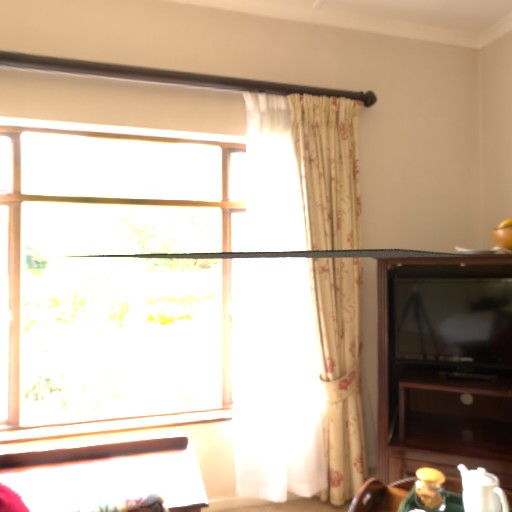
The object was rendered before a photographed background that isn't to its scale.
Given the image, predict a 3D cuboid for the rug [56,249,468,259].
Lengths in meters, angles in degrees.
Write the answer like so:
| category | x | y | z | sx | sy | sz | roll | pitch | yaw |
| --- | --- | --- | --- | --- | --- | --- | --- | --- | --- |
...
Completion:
| category | x | y | z | sx | sy | sz | roll | pitch | yaw |
| --- | --- | --- | --- | --- | --- | --- | --- | --- | --- |
| rug | 0.000 | 0.000 | 2.243 | 1.795 | 0.008 | 1.102 | -1 | -1 | 35 |
